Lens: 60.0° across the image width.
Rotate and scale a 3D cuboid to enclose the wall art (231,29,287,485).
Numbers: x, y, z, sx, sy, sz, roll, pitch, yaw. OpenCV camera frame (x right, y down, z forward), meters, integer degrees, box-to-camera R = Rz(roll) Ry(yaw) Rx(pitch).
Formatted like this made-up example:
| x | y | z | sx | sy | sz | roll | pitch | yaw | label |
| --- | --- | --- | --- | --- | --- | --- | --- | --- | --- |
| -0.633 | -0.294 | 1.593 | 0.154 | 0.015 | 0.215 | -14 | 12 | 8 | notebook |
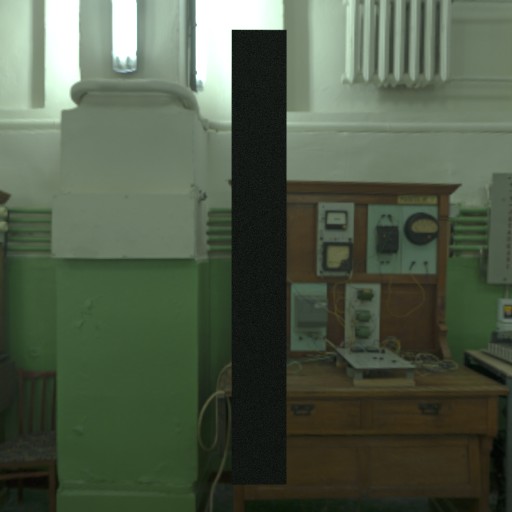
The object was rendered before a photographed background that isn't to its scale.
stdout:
| x | y | z | sx | sy | sz | roll | pitch | yaw | label |
| --- | --- | --- | --- | --- | --- | --- | --- | --- | --- |
| 0.000 | 0.000 | 0.443 | 0.036 | 0.300 | 0.302 | 0 | 1 | -1 | wall art |
